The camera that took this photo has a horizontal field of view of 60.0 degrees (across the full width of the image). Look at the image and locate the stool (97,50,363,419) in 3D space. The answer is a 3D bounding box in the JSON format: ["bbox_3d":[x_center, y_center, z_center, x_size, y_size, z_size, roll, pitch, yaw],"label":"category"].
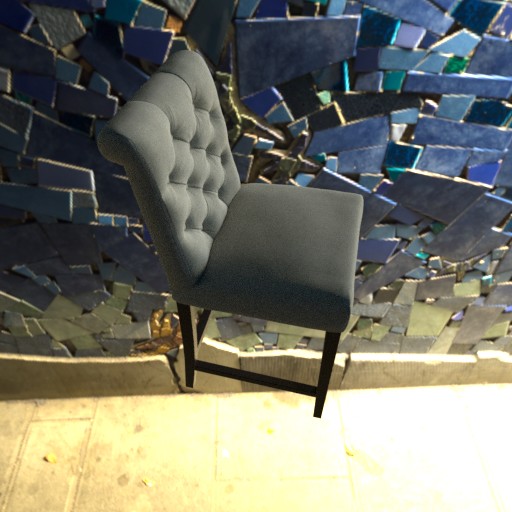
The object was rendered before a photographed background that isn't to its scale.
[{"bbox_3d":[0.000,0.000,1.372,0.601,1.040,0.493,10,46,9],"label":"stool"}]
